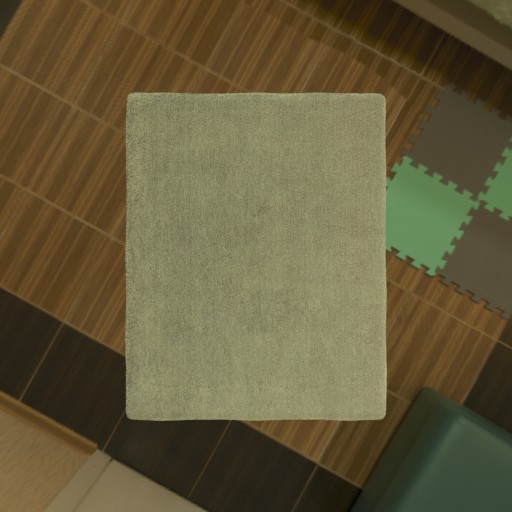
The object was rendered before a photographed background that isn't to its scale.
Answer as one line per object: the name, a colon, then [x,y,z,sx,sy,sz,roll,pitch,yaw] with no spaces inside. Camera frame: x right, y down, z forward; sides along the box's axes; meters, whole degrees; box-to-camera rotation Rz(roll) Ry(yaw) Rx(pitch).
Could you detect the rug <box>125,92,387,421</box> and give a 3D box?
rug: [0.000,0.000,3.946,2.332,0.027,2.933,0,90,0]
